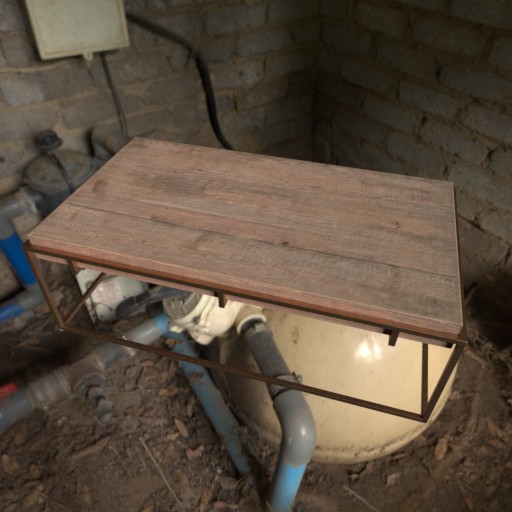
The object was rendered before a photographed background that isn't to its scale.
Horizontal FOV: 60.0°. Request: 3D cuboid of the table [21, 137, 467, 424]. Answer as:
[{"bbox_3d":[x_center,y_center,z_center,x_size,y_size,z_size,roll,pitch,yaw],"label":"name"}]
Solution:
[{"bbox_3d":[0.000,0.000,1.720,1.387,0.468,0.775,11,42,12],"label":"table"}]
